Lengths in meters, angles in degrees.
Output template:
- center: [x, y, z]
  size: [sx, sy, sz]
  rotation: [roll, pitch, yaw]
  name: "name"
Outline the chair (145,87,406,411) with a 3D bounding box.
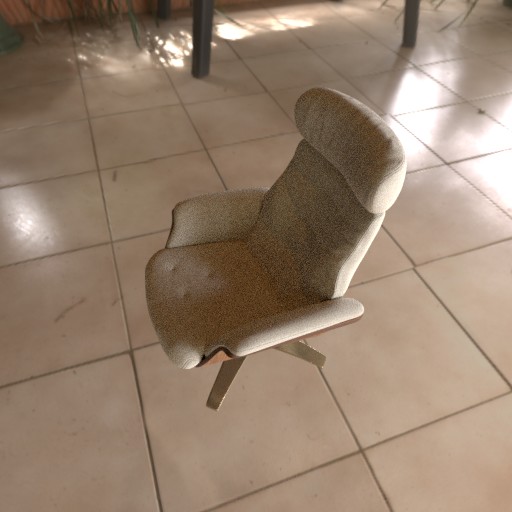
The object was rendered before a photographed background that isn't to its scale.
- center: [0.000, 0.000, 1.618]
  size: [0.837, 0.995, 0.785]
  rotation: [-15, 48, -14]
  name: "chair"
